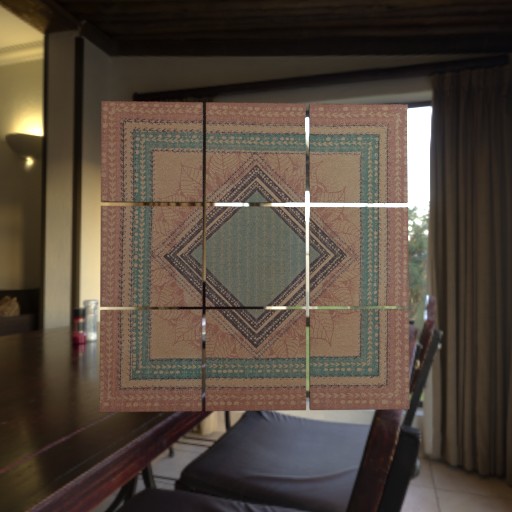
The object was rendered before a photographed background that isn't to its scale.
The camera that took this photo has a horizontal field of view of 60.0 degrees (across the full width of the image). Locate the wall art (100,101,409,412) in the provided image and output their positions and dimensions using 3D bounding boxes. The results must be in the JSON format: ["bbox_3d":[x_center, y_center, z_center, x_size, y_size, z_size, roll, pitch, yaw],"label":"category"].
[{"bbox_3d":[0.000,0.000,1.322,0.915,0.914,0.013,0,-1,-2],"label":"wall art"}]
